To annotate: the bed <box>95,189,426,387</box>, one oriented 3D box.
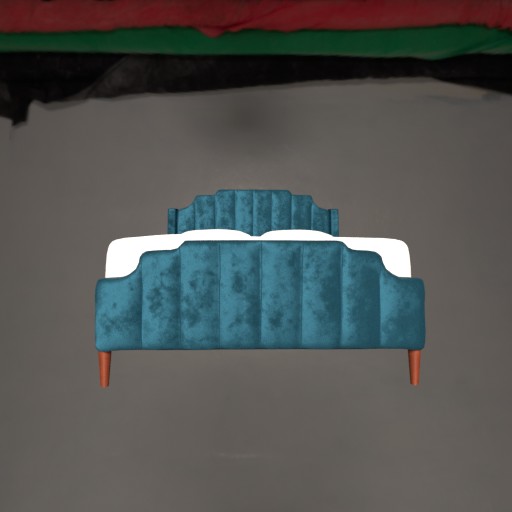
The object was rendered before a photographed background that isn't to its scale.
[{"bbox_3d":[0.000,0.000,3.328,1.678,1.338,2.322,0,-1,-1],"label":"bed"}]
